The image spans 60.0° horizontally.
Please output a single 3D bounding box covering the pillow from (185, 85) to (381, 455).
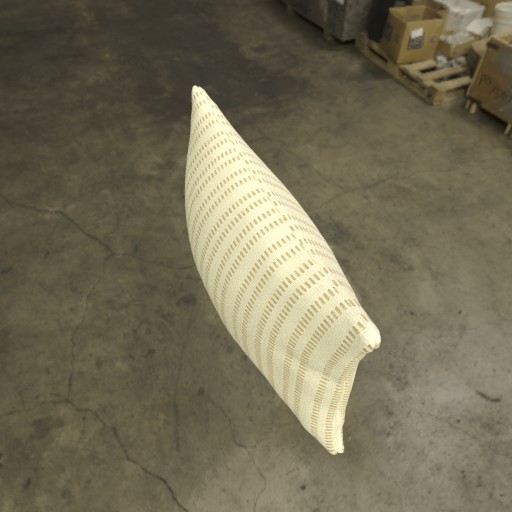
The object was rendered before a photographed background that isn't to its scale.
[{"bbox_3d":[0.000,0.000,0.799,0.210,0.353,0.640,-18,50,-15],"label":"pillow"}]
